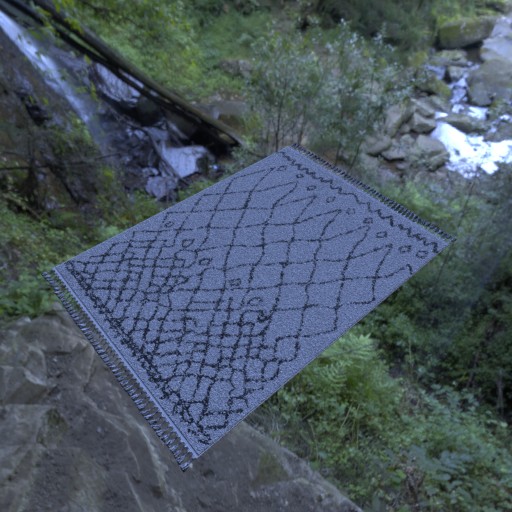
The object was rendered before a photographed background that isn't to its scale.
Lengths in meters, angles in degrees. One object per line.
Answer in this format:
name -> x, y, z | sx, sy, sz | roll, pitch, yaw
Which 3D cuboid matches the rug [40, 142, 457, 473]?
rug -> 0.000, 0.000, 2.984 | 2.312, 0.017, 1.613 | -33, 55, -27
